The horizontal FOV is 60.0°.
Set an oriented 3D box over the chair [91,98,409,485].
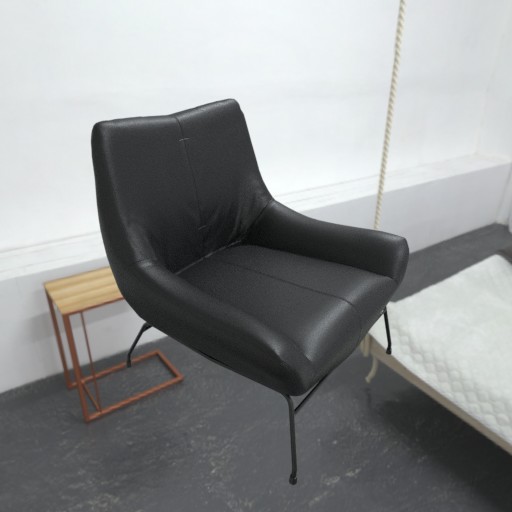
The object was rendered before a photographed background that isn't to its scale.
[{"bbox_3d":[0.000,0.000,1.538,0.826,0.922,0.836,19,32,32],"label":"chair"}]
